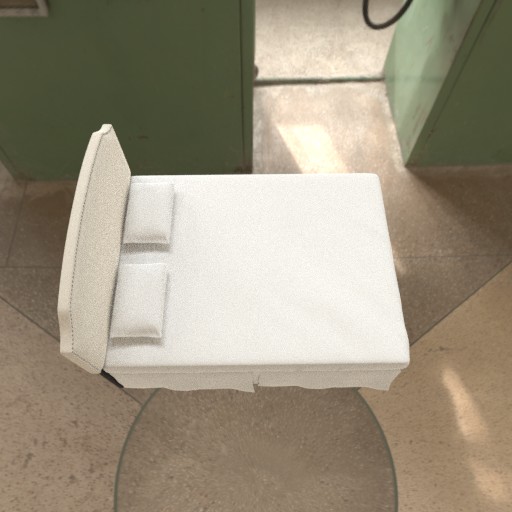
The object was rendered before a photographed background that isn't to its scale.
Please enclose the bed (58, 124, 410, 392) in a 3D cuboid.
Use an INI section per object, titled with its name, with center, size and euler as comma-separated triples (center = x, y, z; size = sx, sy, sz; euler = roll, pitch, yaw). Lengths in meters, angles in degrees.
[bed]
center = 0.000, 0.000, 2.967
size = 1.999, 1.270, 1.558
euler = -1, 63, 0
